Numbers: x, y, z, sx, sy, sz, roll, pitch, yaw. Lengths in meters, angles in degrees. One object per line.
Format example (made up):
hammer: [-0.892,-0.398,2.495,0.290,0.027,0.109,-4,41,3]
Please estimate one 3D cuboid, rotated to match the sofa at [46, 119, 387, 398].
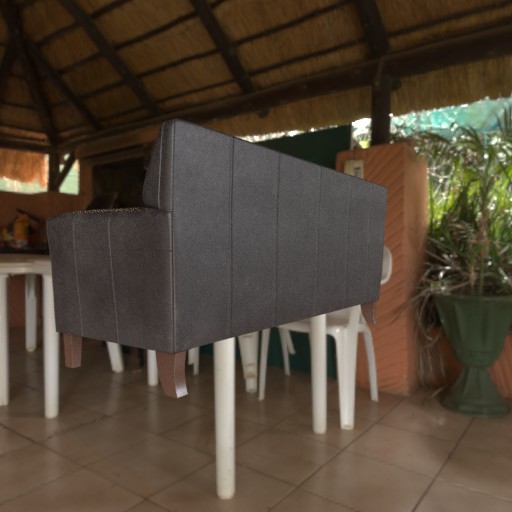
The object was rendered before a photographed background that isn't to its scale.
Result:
sofa: [0.000,0.000,2.498,0.805,0.947,2.053,1,1,36]
